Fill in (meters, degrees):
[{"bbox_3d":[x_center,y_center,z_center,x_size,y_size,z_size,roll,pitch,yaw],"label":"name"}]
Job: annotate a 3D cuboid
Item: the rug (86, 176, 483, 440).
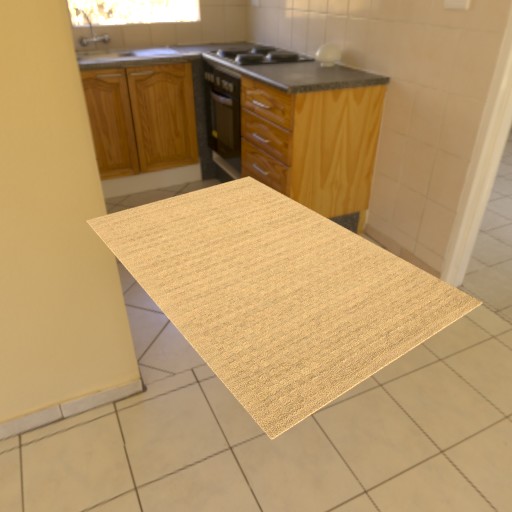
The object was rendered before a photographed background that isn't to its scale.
[{"bbox_3d":[0.000,0.000,2.228,1.142,0.006,1.752,-21,38,-30],"label":"rug"}]
